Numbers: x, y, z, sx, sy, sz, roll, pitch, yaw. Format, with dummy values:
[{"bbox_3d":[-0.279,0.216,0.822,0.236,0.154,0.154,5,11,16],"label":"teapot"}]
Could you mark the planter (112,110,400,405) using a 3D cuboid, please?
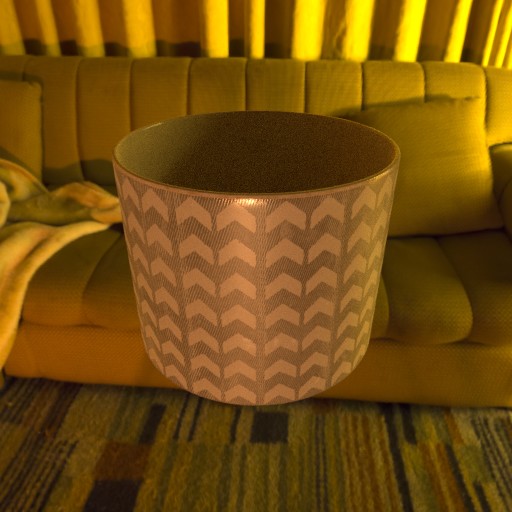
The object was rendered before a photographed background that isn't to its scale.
[{"bbox_3d":[0.000,0.000,0.458,0.250,0.239,0.250,0,30,0],"label":"planter"}]
